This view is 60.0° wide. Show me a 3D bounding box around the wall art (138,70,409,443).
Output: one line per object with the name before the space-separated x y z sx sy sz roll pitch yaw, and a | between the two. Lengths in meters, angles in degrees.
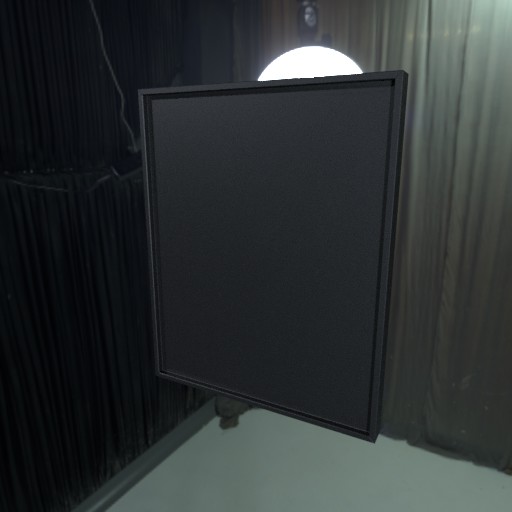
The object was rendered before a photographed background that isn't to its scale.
wall art | 0.000 0.000 0.756 0.449 0.555 0.039 8 16 27
